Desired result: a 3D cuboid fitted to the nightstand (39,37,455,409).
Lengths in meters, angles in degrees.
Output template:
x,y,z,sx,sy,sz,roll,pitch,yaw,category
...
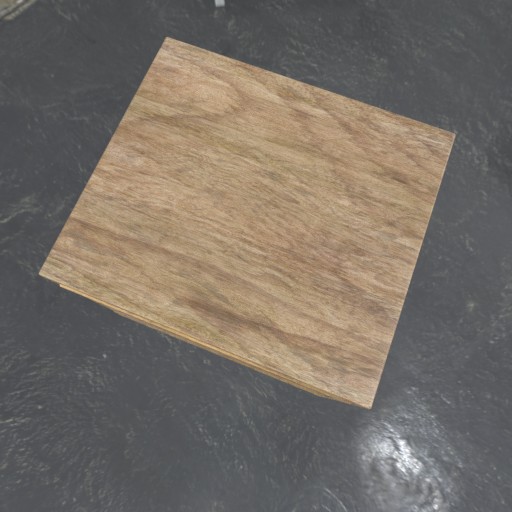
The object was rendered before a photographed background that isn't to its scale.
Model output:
x,y,z,sx,sy,sz,roll,pitch,yaw,category
0.000,0.000,0.876,0.457,0.559,0.406,21,76,6,nightstand
